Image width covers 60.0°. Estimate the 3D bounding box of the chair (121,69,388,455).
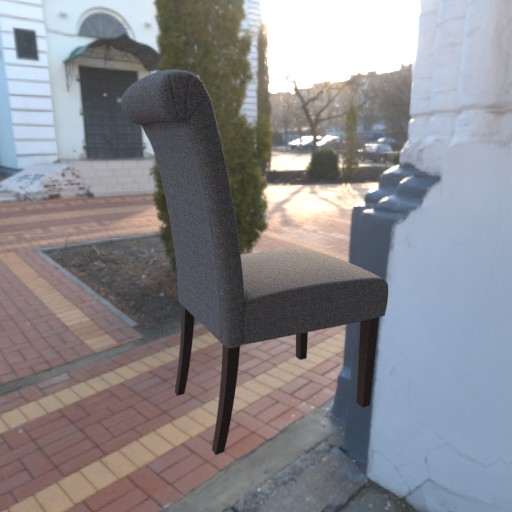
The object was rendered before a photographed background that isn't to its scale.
[{"bbox_3d":[0.000,0.000,1.361,0.671,1.006,0.456,-8,17,-27],"label":"chair"}]
